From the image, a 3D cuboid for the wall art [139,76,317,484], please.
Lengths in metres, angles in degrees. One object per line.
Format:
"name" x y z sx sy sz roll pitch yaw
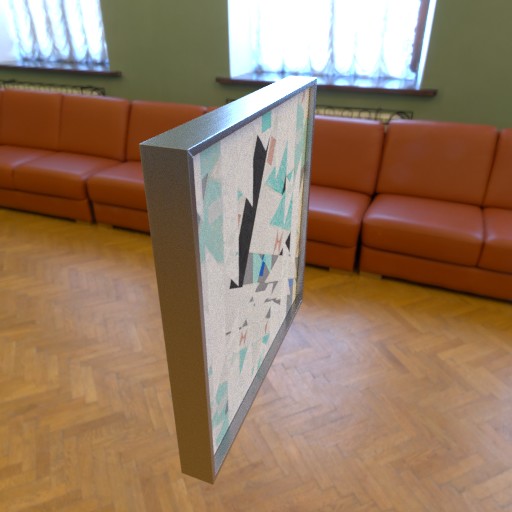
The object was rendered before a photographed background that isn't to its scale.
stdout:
"wall art" 0.000 0.000 0.519 0.038 0.350 0.350 10 31 18
